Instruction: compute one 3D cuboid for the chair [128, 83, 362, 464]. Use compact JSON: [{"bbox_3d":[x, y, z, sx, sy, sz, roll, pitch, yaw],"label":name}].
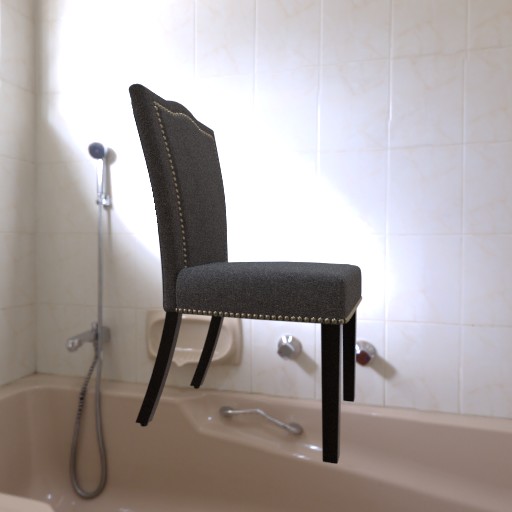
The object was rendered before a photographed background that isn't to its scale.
[{"bbox_3d":[0.000,0.000,1.315,0.589,0.946,0.518,0,1,17],"label":"chair"}]
